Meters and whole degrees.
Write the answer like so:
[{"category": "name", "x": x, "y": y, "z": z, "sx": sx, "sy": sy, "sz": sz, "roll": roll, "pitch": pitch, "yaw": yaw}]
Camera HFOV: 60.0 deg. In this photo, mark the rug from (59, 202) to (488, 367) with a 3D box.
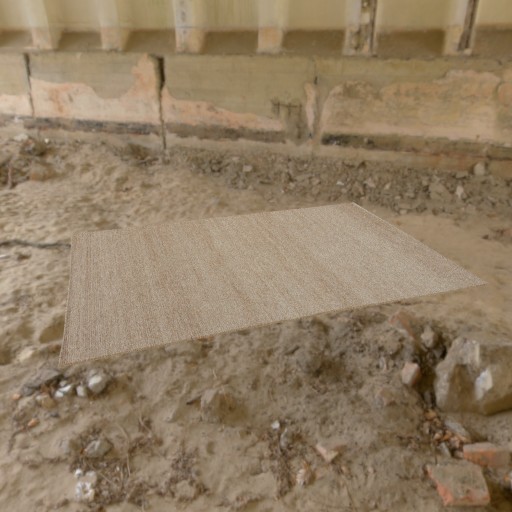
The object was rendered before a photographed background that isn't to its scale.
[{"category": "rug", "x": 0.000, "y": 0.000, "z": 2.920, "sx": 2.346, "sy": 0.029, "sz": 1.574, "roll": -8, "pitch": 26, "yaw": -16}]
